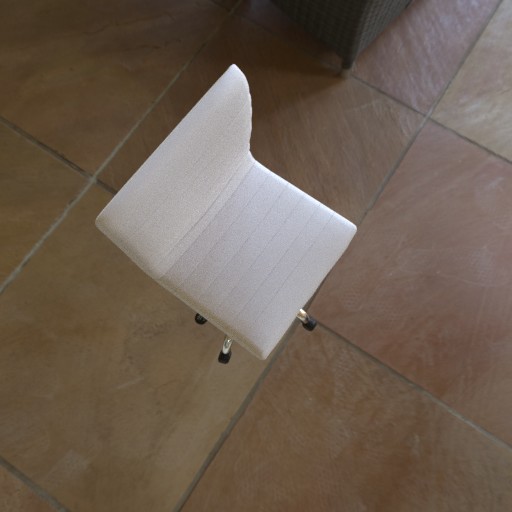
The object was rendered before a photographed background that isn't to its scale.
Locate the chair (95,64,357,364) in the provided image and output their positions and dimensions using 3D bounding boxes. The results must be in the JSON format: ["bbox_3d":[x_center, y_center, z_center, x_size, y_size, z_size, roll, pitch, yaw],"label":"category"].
[{"bbox_3d":[0.000,0.000,1.074,0.455,0.750,0.520,36,78,9],"label":"chair"}]
